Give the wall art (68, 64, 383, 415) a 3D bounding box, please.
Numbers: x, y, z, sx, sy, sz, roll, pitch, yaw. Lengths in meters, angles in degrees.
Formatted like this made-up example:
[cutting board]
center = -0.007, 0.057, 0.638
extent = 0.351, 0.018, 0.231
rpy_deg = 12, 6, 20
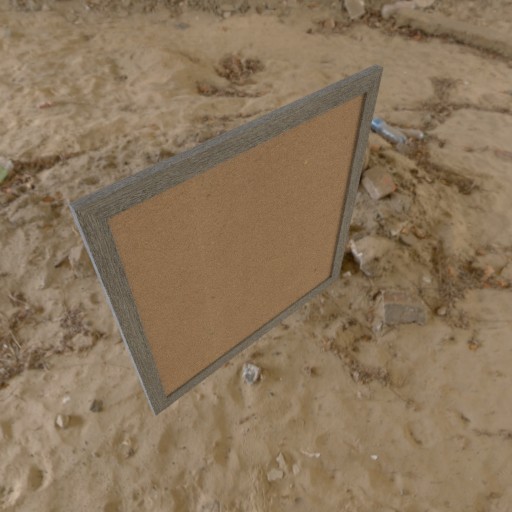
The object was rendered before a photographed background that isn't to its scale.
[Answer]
[wall art]
center = 0.000, 0.000, 1.024
extent = 0.685, 0.685, 0.020
rpy_deg = -32, 55, -26
